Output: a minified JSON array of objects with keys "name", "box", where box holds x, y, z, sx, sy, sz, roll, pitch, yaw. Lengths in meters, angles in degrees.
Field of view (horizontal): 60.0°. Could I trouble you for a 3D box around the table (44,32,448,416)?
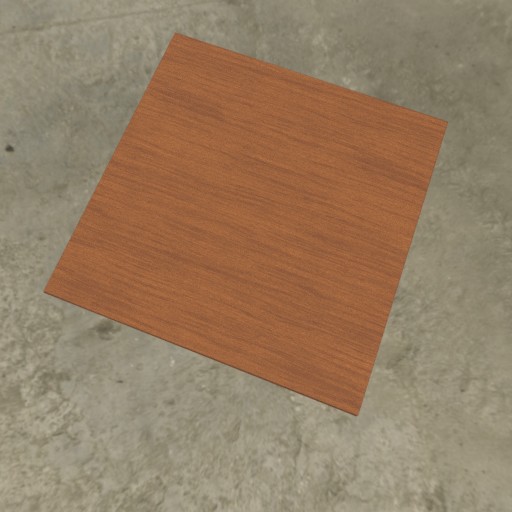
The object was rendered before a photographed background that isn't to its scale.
[{"name":"table","box":[0.000,0.000,0.823,0.397,0.540,0.398,20,76,5]}]
